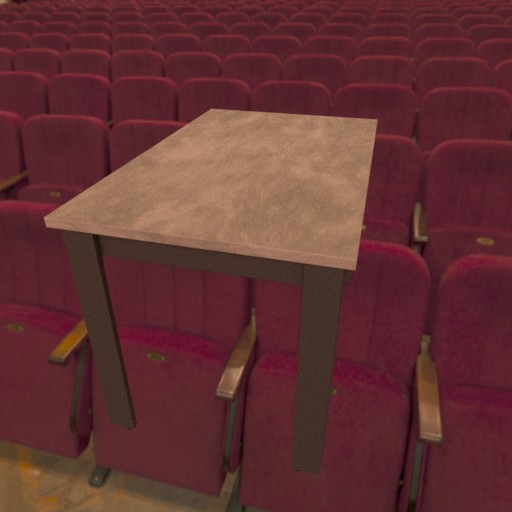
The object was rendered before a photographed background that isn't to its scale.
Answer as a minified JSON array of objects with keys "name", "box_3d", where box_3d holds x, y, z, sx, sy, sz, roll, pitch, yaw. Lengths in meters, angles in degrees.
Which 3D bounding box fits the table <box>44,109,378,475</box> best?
[{"name":"table","box_3d":[0.000,0.000,1.569,0.700,0.734,1.100,8,32,13]}]
